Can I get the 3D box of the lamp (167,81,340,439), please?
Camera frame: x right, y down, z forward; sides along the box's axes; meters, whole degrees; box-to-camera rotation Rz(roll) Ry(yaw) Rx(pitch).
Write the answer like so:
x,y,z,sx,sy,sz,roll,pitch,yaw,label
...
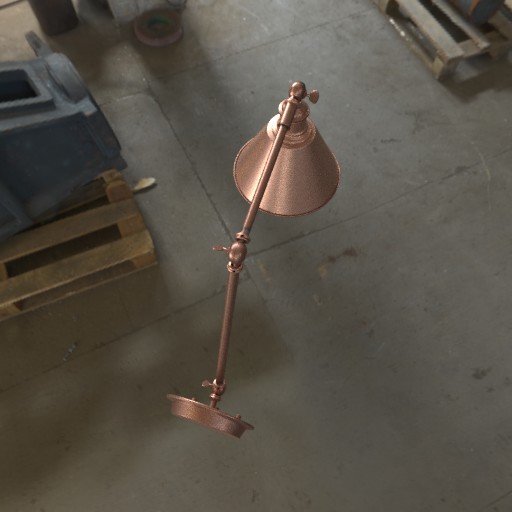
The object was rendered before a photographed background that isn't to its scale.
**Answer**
x,y,z,sx,sy,sz,roll,pitch,yaw,label
0.000,0.000,0.861,0.223,0.502,0.624,17,65,8,lamp
